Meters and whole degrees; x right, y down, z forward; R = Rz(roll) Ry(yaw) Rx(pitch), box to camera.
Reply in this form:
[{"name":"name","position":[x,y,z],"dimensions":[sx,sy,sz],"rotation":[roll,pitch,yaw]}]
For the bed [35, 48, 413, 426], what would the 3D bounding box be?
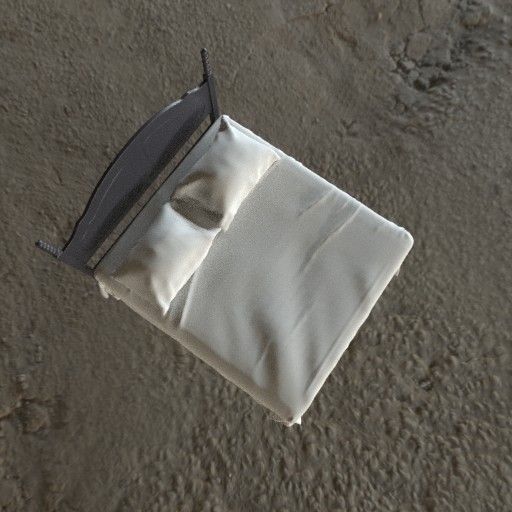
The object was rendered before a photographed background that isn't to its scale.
[{"name":"bed","position":[0.000,0.000,3.254],"dimensions":[2.040,1.356,1.873],"rotation":[35,79,8]}]
